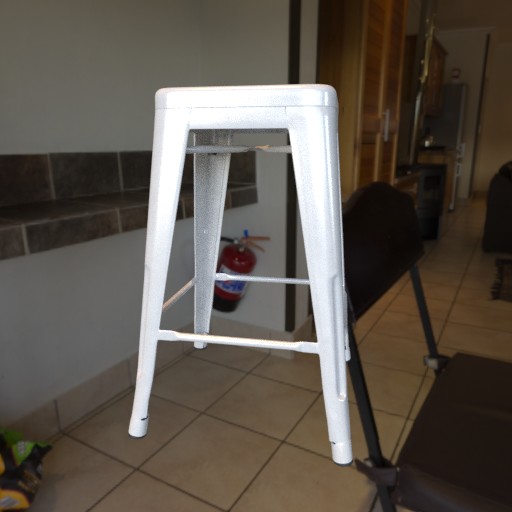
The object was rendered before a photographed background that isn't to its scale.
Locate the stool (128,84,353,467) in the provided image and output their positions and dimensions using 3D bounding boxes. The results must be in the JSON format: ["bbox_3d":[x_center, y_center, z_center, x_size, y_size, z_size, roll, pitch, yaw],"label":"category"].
[{"bbox_3d":[0.000,0.000,0.888,0.406,0.610,0.406,3,14,11],"label":"stool"}]
